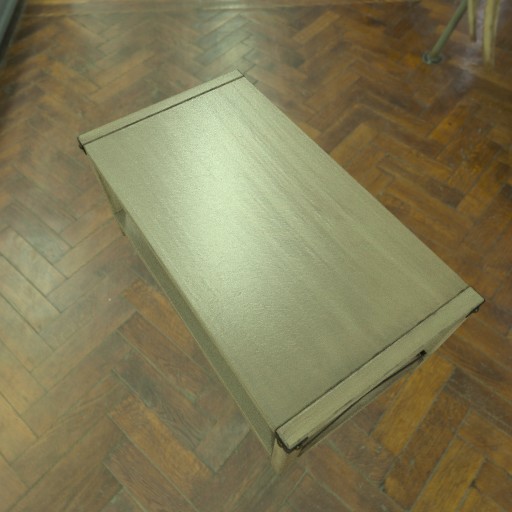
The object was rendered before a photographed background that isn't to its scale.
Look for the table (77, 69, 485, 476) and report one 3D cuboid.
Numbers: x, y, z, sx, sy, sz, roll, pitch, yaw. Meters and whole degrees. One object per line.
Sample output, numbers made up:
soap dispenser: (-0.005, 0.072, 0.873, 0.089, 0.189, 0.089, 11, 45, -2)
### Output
table: (0.000, 0.000, 1.307, 0.559, 0.456, 1.016, -30, 63, -18)
